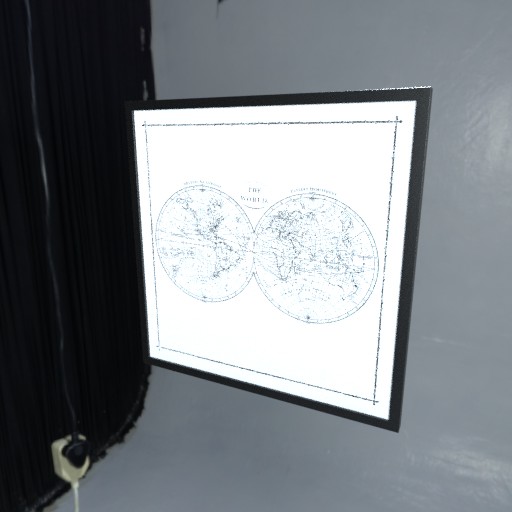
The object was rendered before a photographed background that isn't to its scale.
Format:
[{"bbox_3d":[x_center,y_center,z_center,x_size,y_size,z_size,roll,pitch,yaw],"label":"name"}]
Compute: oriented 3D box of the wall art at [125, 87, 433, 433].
[{"bbox_3d":[0.000,0.000,1.136,0.773,0.775,0.031,7,16,25],"label":"wall art"}]
